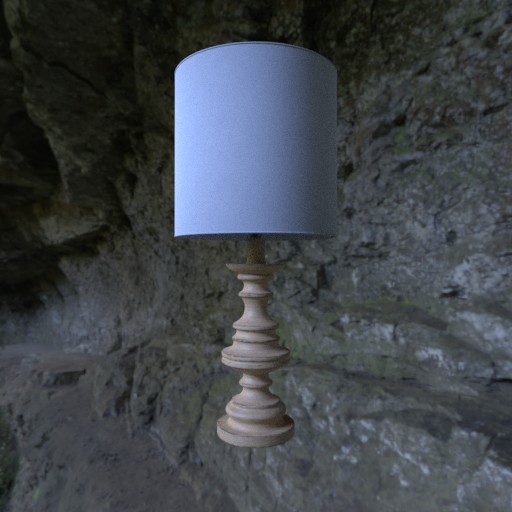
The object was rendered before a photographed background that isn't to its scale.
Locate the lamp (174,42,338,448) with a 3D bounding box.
[{"bbox_3d":[0.000,0.000,0.575,0.208,0.455,0.208,0,0,1],"label":"lamp"}]
